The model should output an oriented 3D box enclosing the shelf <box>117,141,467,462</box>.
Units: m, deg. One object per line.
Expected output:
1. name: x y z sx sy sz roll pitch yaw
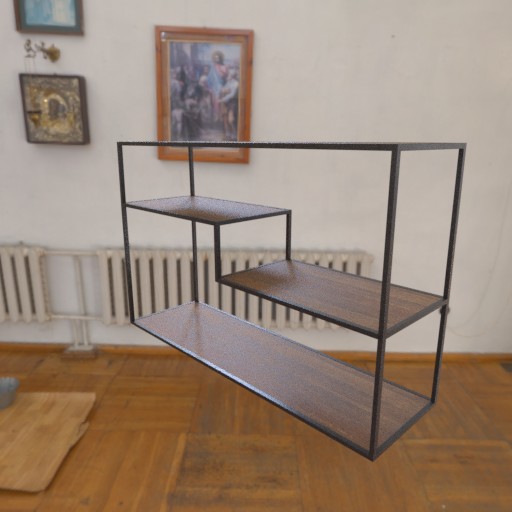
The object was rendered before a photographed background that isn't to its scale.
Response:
1. shelf: 0.000 0.000 1.537 0.361 0.765 1.201 -14 20 -42
